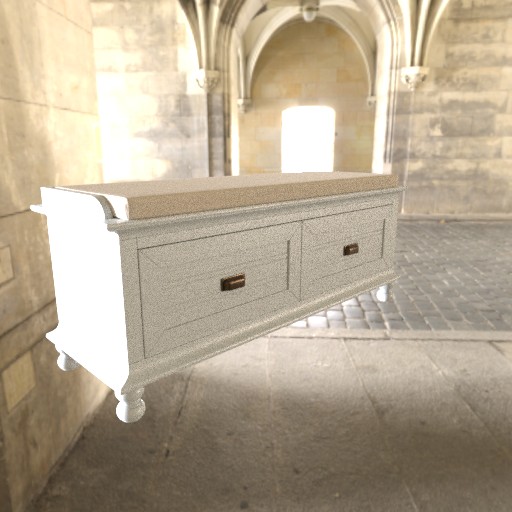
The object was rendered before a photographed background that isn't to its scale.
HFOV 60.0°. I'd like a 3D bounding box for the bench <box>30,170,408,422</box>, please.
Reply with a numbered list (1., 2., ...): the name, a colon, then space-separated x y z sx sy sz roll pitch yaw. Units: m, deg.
1. bench: 0.000 0.000 1.415 1.185 0.486 0.402 -13 19 -43
